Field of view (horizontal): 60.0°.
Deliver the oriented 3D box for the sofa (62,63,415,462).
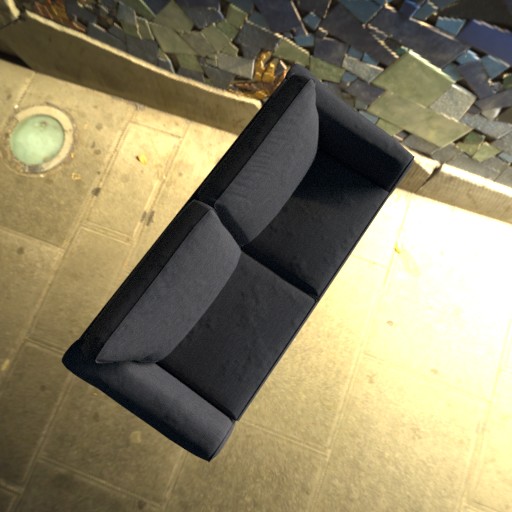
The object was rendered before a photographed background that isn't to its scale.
[{"bbox_3d":[0.000,0.000,2.753,0.971,0.950,2.270,34,78,8],"label":"sofa"}]
